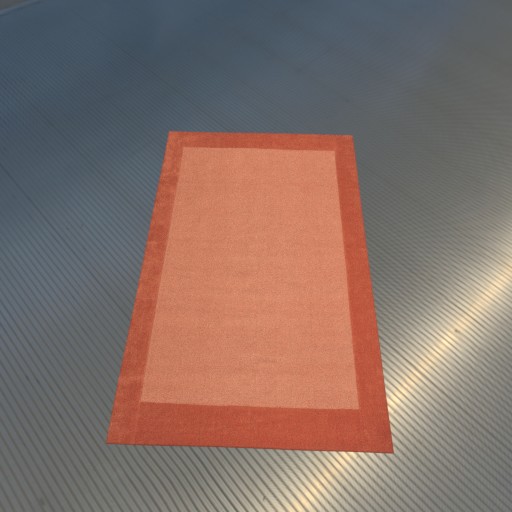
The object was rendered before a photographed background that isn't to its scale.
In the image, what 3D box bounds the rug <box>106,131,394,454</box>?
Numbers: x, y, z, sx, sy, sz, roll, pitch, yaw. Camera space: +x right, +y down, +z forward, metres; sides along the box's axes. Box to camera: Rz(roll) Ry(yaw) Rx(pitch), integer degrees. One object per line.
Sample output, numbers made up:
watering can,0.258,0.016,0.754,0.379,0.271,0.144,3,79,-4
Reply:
rug,0.000,0.000,3.009,1.524,0.014,2.438,1,57,1
